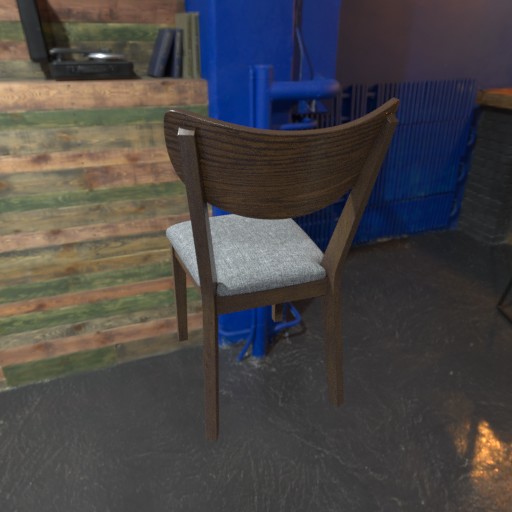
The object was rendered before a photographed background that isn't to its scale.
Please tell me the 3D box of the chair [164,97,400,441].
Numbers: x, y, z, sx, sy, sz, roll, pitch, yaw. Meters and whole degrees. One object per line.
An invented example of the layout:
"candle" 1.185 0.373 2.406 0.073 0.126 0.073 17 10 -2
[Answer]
"chair" 0.000 0.000 1.212 0.491 0.849 0.583 -9 27 -17
